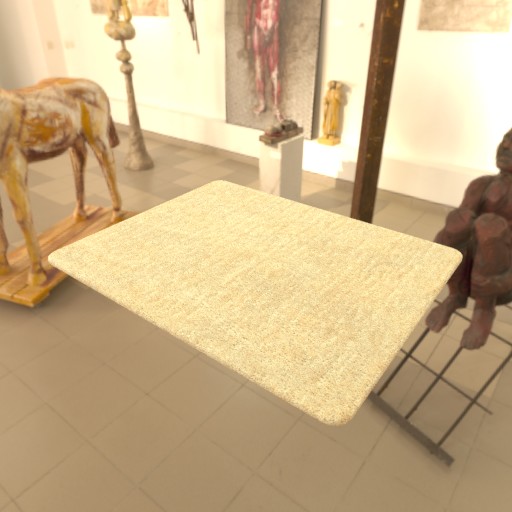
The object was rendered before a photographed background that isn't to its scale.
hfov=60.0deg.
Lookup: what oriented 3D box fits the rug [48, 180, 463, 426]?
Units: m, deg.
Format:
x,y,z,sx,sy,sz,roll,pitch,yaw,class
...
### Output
x,y,z,sx,sy,sz,roll,pitch,yaw,class
0.000,0.000,3.381,2.528,0.048,2.009,21,37,31,rug
